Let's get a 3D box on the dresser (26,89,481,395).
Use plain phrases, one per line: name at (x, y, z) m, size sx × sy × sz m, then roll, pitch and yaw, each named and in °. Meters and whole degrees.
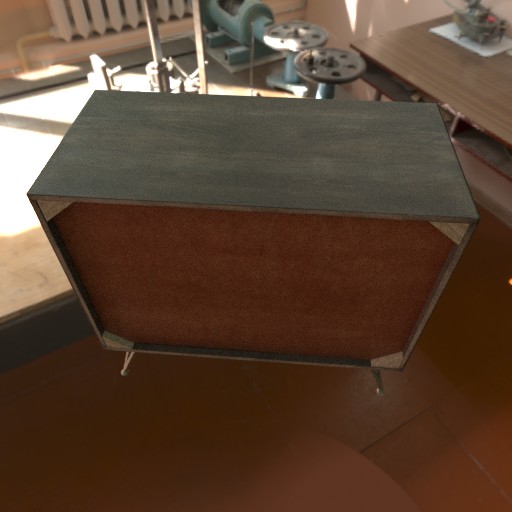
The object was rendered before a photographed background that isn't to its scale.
dresser at (0.000, 0.000, 1.343) m, size 0.923 × 0.801 × 0.453 m, roll 3°, pitch 48°, yaw 3°
